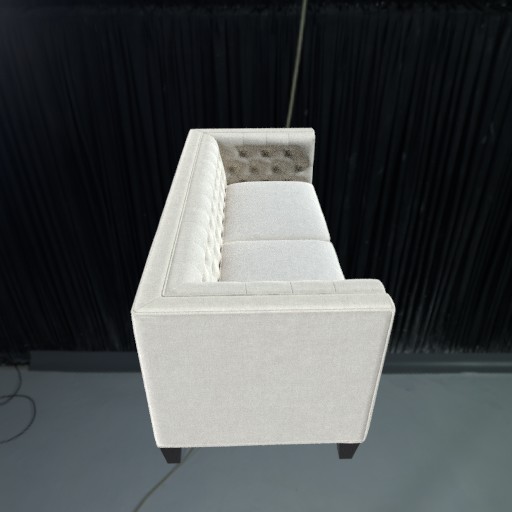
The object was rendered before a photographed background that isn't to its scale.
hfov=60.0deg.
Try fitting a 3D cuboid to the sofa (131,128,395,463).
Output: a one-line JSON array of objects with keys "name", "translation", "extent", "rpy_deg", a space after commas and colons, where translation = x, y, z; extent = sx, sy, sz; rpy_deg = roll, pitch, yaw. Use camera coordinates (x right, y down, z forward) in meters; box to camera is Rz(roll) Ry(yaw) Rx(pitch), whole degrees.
[{"name": "sofa", "translation": [0.000, 0.000, 2.216], "extent": [0.775, 0.762, 1.778], "rpy_deg": [-1, 33, -1]}]
